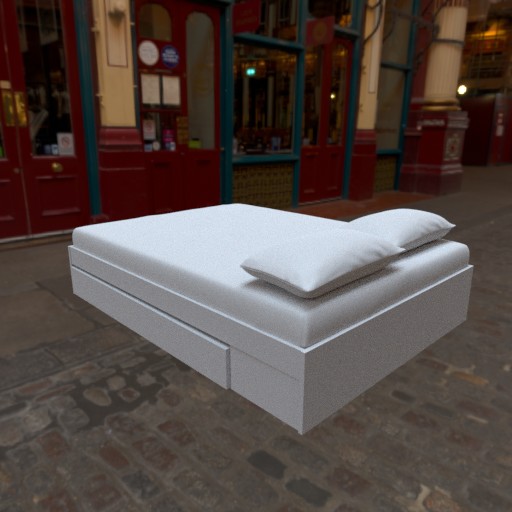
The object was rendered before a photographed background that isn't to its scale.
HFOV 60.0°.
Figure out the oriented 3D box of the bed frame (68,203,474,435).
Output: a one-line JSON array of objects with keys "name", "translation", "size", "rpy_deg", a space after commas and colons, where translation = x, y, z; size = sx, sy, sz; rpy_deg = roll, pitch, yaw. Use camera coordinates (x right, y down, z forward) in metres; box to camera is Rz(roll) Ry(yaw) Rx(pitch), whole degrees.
[{"name": "bed frame", "translation": [0.000, 0.000, 2.622], "size": [1.450, 0.629, 1.950], "rpy_deg": [-15, 22, -42]}]
